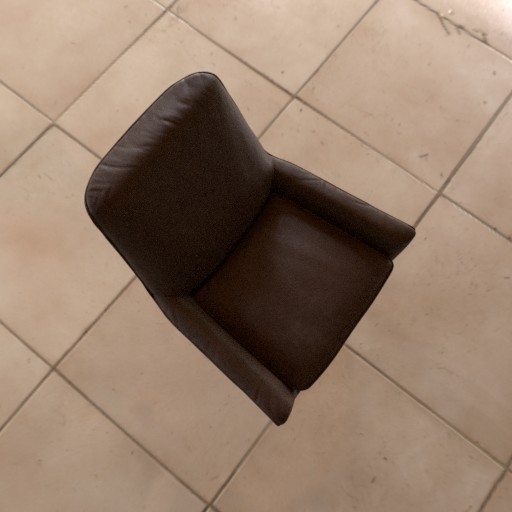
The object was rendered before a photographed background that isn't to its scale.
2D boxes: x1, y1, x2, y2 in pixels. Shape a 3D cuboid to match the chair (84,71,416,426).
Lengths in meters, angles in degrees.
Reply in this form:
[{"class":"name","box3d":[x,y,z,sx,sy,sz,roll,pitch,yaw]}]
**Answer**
[{"class":"chair","box3d":[0.000,0.000,1.514,0.824,0.888,0.787,36,79,8]}]
